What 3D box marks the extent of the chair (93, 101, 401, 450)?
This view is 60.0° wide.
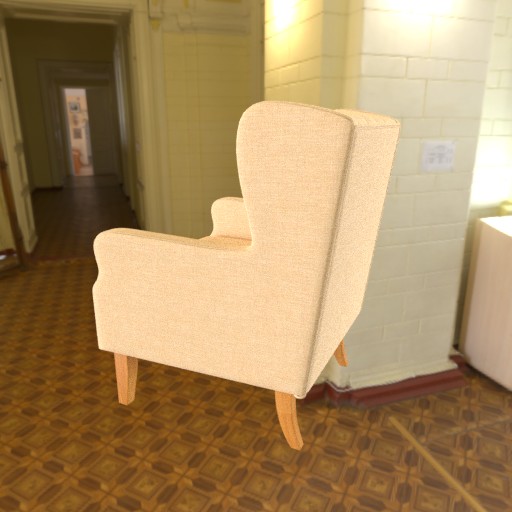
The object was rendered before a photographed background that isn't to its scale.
[{"bbox_3d":[0.000,0.000,1.458,0.760,0.930,0.710,8,18,25],"label":"chair"}]
